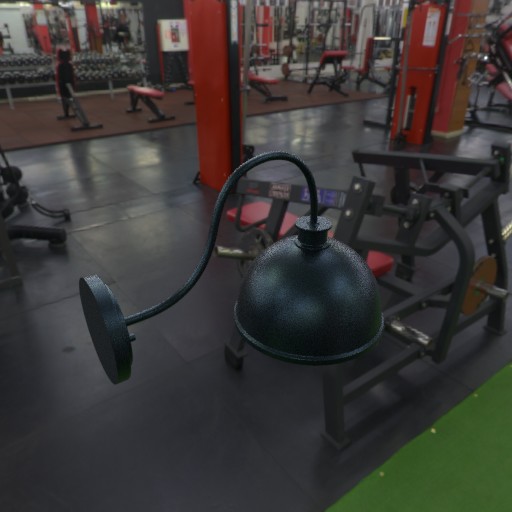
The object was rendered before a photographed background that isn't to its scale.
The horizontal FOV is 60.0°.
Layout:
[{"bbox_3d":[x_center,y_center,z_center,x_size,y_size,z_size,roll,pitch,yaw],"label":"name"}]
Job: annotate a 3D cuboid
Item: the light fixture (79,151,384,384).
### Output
[{"bbox_3d":[0.000,0.000,0.639,0.467,0.295,0.253,-18,32,-30],"label":"light fixture"}]
